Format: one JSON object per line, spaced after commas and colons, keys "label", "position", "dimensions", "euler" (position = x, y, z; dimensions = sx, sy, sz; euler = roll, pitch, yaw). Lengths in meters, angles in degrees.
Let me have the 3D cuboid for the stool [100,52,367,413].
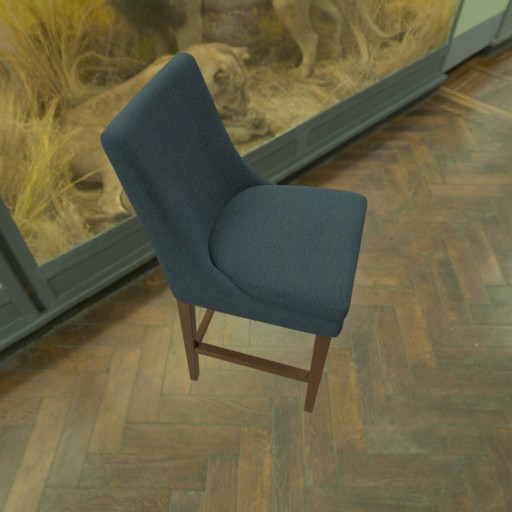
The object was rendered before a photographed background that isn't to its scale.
{"label": "stool", "position": [0.000, 0.000, 1.317], "dimensions": [0.577, 0.981, 0.470], "euler": [12, 49, 11]}
